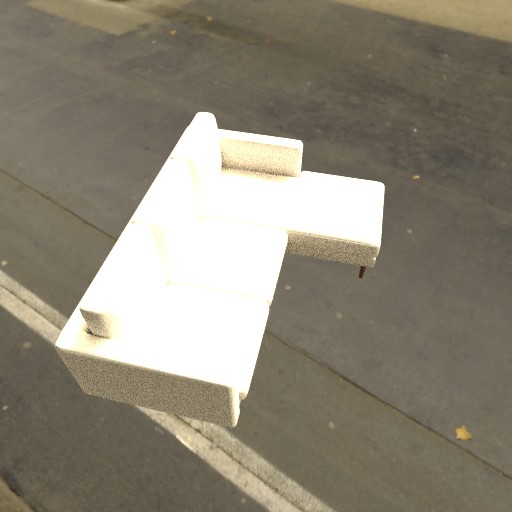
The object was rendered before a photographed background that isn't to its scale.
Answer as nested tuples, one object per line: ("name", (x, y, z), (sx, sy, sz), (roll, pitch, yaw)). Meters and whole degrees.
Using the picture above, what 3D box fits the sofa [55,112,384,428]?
("sofa", (0.000, 0.000, 2.858), (1.580, 0.899, 2.029), (10, 49, 9))
